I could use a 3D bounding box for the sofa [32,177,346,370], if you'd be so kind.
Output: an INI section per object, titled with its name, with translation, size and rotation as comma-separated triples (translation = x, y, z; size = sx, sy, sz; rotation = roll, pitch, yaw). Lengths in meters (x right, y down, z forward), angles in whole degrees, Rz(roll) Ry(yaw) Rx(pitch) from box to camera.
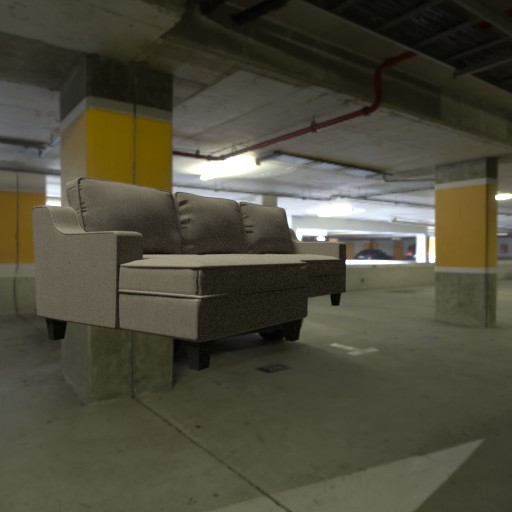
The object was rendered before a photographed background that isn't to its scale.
[sofa]
translation = 0.000, 0.000, 3.162
size = 1.294, 0.928, 2.561
rotation = 0, 0, 36
